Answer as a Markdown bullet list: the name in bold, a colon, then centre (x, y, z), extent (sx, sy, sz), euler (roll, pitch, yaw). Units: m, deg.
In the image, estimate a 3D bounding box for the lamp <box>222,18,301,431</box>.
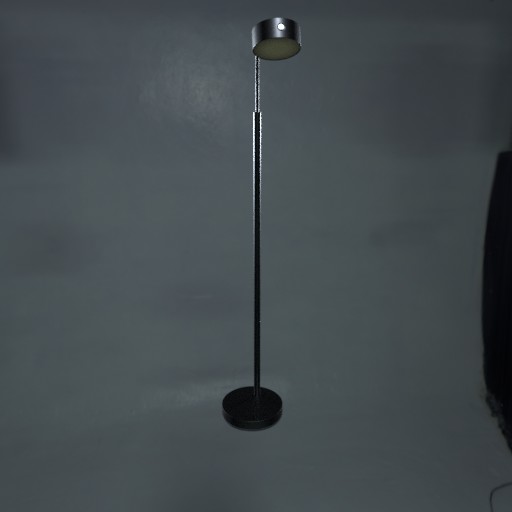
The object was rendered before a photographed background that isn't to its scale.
- **lamp**: centre (0.000, 0.000, 1.351), extent (0.219, 1.230, 0.418), euler (-2, 15, -8)
